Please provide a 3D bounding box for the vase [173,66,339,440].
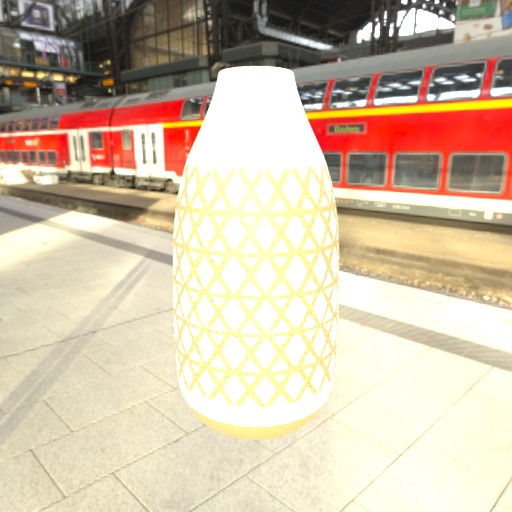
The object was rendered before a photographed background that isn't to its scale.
[{"bbox_3d":[0.000,0.000,0.491,0.186,0.380,0.186,0,14,0],"label":"vase"}]
